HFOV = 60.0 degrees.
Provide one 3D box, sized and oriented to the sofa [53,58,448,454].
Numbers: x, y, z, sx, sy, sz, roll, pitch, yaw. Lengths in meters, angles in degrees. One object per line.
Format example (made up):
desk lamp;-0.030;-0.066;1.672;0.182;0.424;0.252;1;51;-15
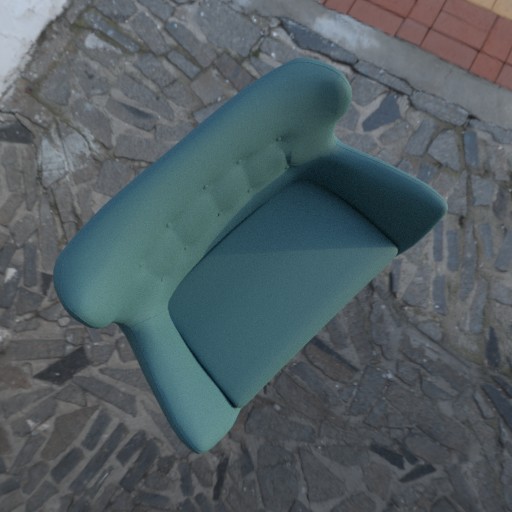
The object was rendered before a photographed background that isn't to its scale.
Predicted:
sofa;0.000;0.000;1.925;1.397;0.889;0.889;-43;80;-9
